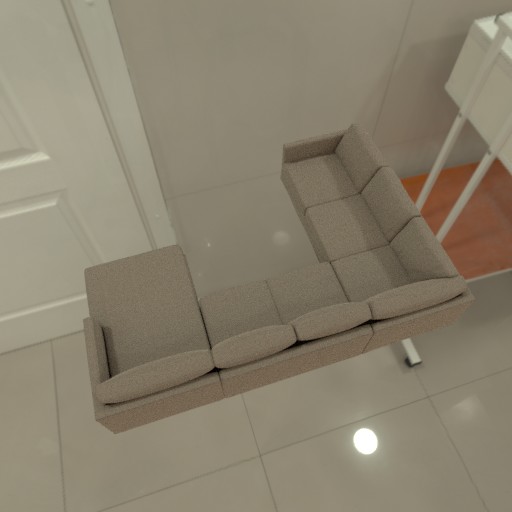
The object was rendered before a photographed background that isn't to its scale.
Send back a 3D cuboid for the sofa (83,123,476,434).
[{"bbox_3d":[0.000,0.000,4.554,3.438,0.865,2.424,-15,59,-9],"label":"sofa"}]
